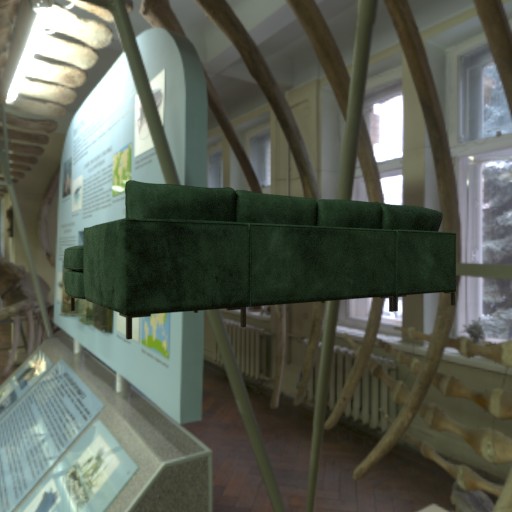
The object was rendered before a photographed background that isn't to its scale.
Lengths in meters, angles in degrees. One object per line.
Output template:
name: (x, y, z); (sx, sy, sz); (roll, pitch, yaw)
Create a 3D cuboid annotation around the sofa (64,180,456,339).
sofa: (0.000, 0.000, 3.877); (2.994, 0.861, 1.992); (0, 0, -33)
